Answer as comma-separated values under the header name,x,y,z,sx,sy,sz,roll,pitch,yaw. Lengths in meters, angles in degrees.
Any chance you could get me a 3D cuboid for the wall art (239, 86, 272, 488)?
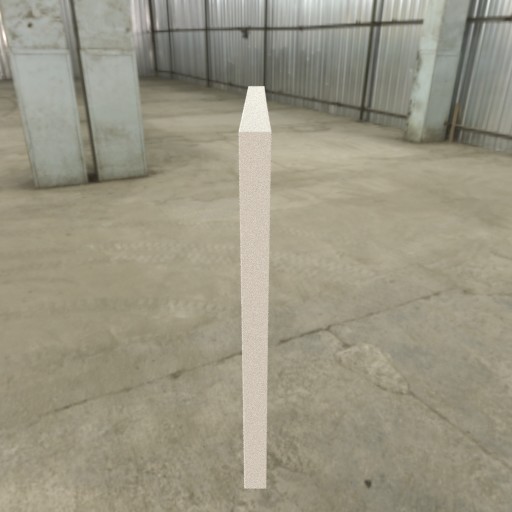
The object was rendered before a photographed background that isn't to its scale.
name,x,y,z,sx,sy,sz,roll,pitch,yaw
wall art,0.000,0.000,0.918,0.038,0.610,0.610,0,26,0
